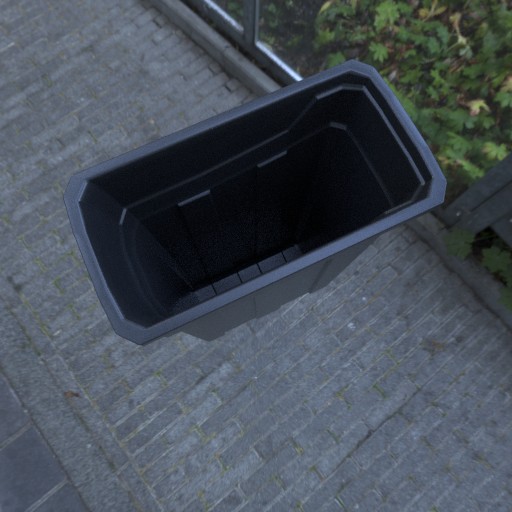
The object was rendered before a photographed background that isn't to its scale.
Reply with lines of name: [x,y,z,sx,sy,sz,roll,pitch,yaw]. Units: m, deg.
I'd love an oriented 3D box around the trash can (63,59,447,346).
trash can: [0.000,0.000,1.031,0.559,0.762,0.281,-25,76,-7]
